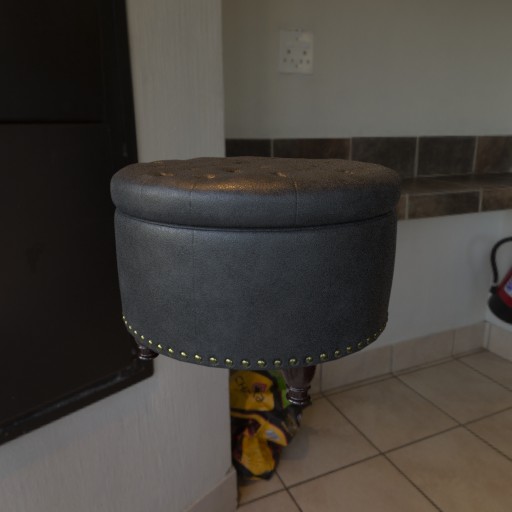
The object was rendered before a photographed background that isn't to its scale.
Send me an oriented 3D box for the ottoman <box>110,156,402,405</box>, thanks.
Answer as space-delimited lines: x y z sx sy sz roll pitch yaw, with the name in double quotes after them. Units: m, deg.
0.000 0.000 1.064 0.637 0.442 0.637 0 16 0 "ottoman"
